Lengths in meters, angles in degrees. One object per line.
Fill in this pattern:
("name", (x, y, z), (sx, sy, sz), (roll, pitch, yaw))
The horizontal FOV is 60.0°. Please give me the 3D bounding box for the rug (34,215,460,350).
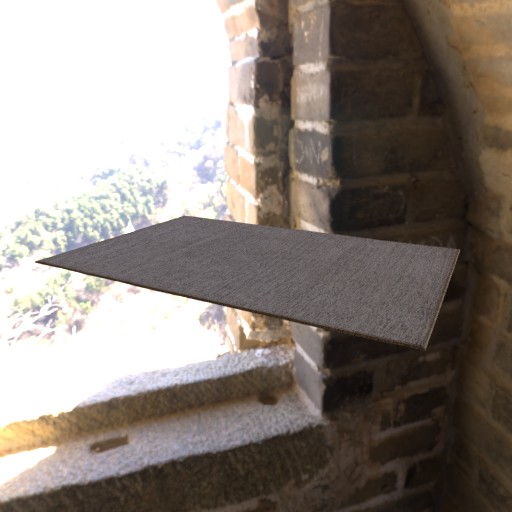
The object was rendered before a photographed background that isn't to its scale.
("rug", (0.000, 0.000, 2.271), (1.822, 0.018, 1.211), (9, 20, 27))
